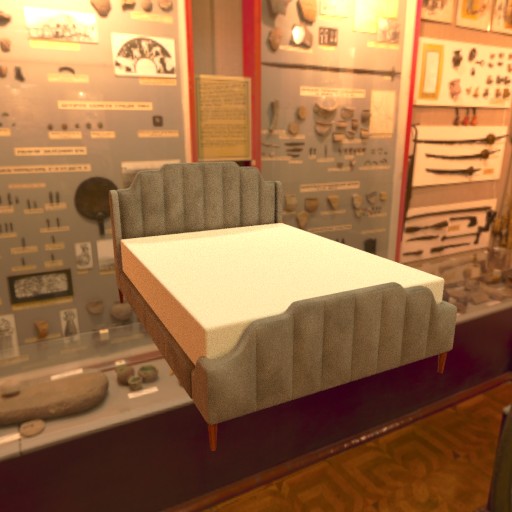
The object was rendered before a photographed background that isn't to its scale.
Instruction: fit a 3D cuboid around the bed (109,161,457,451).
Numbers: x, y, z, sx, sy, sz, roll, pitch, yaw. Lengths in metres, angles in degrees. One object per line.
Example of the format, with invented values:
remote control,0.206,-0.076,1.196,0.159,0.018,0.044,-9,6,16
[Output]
bed,0.000,0.000,3.316,1.676,1.245,2.340,-8,17,-26
